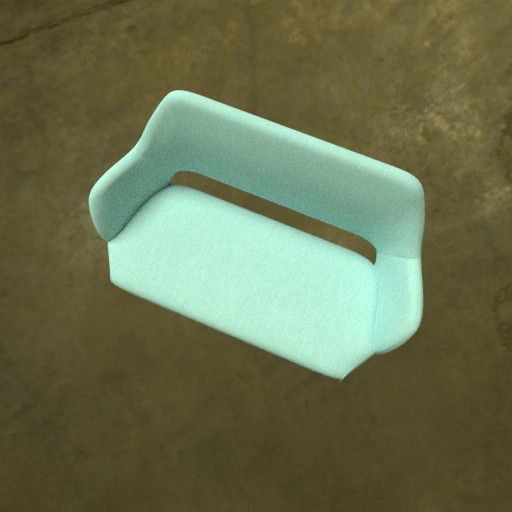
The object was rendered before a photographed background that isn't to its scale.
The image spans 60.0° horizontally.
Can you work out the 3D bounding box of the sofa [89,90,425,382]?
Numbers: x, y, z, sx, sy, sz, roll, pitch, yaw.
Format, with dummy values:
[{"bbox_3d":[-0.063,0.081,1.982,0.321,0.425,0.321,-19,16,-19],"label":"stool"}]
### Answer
[{"bbox_3d":[0.000,0.000,1.643,1.150,0.840,0.610,22,76,6],"label":"sofa"}]
